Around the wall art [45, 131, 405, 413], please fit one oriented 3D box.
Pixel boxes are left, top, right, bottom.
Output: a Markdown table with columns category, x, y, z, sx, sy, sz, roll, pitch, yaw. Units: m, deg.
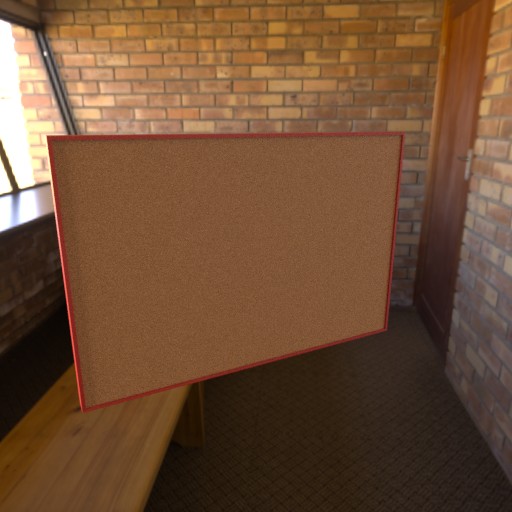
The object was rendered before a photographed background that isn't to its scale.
| category | x | y | z | sx | sy | sz | roll | pitch | yaw |
| --- | --- | --- | --- | --- | --- | --- | --- | --- | --- |
| wall art | 0.000 | 0.000 | 0.759 | 0.607 | 0.405 | 0.033 | -8 | 19 | -26 |
